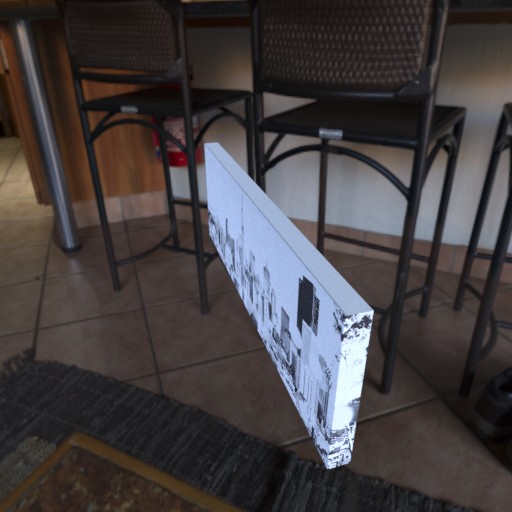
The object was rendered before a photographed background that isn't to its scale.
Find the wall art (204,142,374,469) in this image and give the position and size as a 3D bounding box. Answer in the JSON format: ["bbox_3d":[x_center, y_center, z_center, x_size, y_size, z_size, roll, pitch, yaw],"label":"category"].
[{"bbox_3d":[0.000,0.000,0.867,0.036,0.256,0.766,-8,30,-15],"label":"wall art"}]
